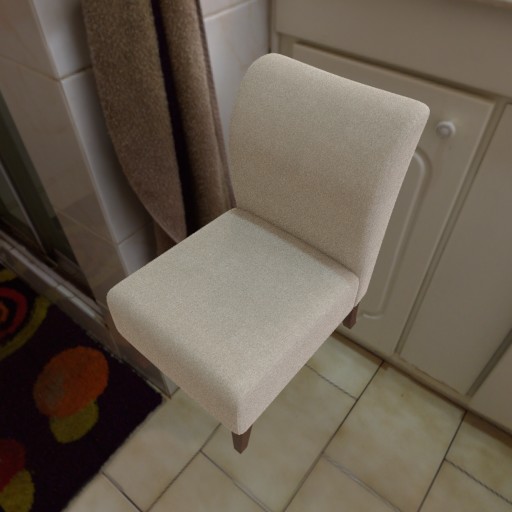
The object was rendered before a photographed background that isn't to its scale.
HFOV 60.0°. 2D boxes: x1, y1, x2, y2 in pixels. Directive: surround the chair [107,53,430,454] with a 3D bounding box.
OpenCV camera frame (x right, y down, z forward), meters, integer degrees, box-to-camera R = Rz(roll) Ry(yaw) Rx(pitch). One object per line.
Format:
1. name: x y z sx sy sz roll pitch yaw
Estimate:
1. chair: 0.000 0.000 1.297 0.521 0.833 0.754 32 54 27
